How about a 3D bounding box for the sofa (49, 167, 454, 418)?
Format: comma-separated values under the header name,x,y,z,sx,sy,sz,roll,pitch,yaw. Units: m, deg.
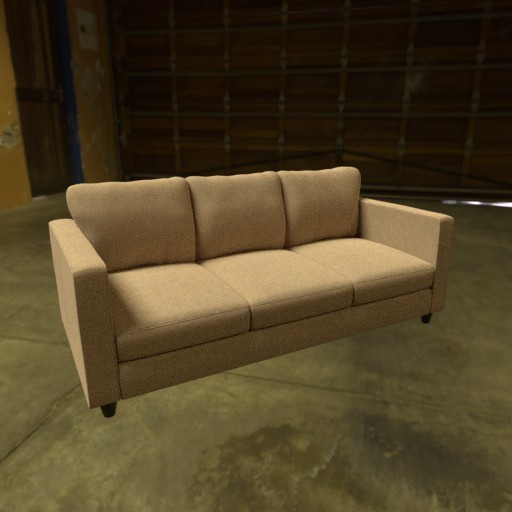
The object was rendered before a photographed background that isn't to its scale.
name,x,y,z,sx,sy,sz,roll,pitch,yaw
sofa,0.000,0.000,2.290,1.855,0.800,0.930,-9,19,-27
